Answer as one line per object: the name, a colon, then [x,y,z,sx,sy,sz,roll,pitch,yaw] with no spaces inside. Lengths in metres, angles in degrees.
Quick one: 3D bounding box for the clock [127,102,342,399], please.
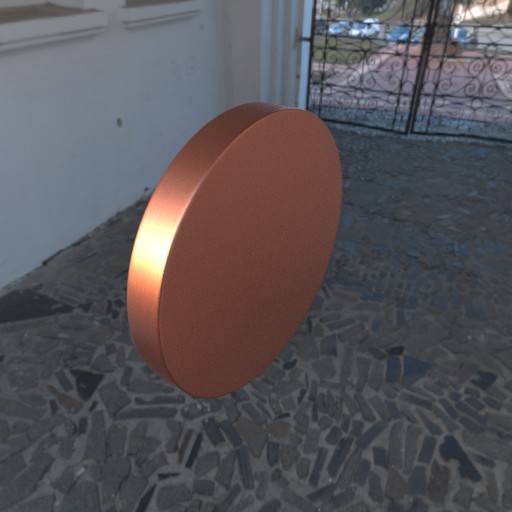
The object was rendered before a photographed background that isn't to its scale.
clock: [0.000,0.000,0.480,0.040,0.313,0.313,22,39,31]
